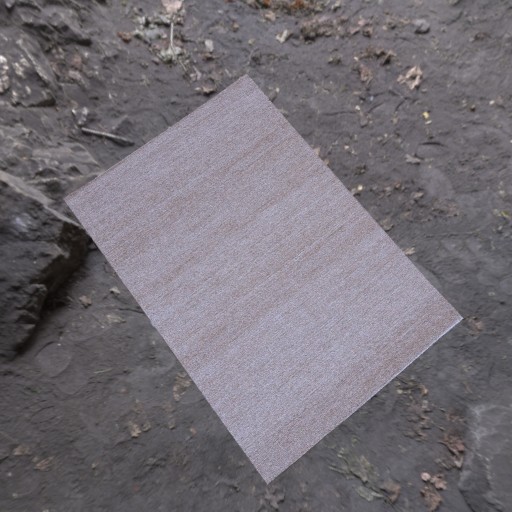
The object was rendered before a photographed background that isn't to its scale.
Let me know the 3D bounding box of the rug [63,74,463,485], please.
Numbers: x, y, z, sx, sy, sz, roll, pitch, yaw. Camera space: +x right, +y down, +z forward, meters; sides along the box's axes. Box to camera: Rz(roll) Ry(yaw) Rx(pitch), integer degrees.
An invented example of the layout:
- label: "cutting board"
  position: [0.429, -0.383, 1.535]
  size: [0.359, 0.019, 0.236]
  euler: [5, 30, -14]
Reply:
- label: "rug"
  position: [0.000, 0.000, 2.931]
  size: [1.596, 0.030, 2.283]
  euler: [-37, 79, -9]
